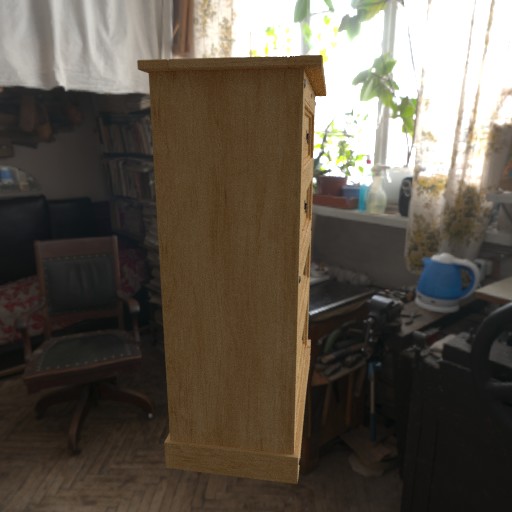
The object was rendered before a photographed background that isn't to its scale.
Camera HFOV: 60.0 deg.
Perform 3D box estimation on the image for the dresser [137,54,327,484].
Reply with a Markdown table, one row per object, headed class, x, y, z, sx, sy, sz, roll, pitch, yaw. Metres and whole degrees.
| class | x | y | z | sx | sy | sz | roll | pitch | yaw |
| --- | --- | --- | --- | --- | --- | --- | --- | --- | --- |
| dresser | 0.000 | 0.000 | 1.733 | 0.485 | 1.300 | 0.915 | 2 | 15 | 9 |
